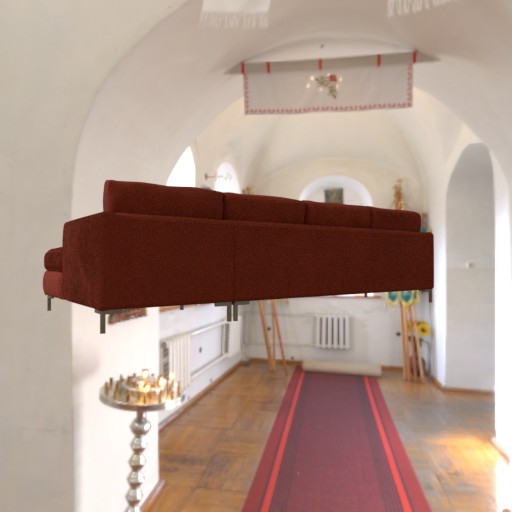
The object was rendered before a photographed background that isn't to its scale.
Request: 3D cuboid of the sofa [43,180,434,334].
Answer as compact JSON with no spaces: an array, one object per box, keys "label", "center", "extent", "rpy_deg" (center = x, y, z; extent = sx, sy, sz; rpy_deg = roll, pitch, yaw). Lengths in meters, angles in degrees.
[{"label":"sofa","center":[0.000,0.000,3.575],"extent":[2.932,0.810,1.350],"rpy_deg":[0,-1,-36]}]
